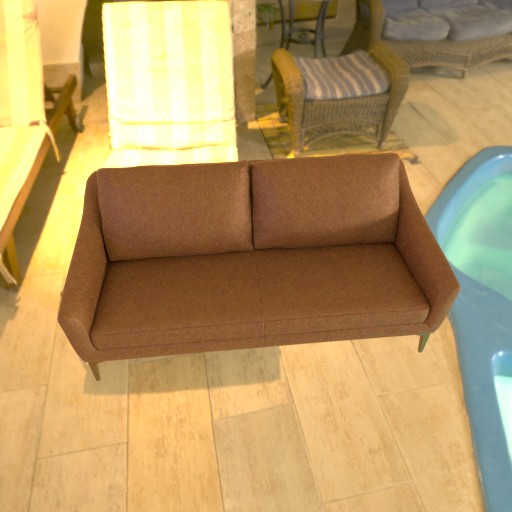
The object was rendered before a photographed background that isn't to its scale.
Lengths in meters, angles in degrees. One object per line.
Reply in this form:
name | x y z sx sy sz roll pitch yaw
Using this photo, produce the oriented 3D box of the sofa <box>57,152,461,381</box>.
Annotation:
sofa | 0.000 0.000 2.618 2.036 0.945 0.981 -4 44 -4
